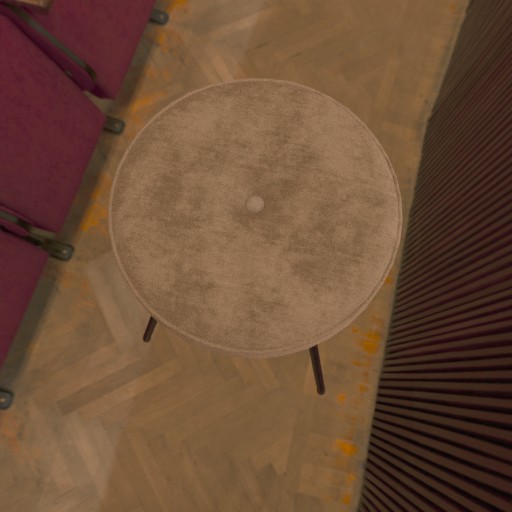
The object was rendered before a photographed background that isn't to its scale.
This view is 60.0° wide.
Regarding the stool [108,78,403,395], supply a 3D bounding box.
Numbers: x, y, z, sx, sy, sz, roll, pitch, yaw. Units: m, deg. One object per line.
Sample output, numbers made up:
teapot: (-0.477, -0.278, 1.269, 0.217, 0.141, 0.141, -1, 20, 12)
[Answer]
stool: (0.000, 0.000, 0.855, 0.457, 0.538, 0.423, 16, 75, 4)
